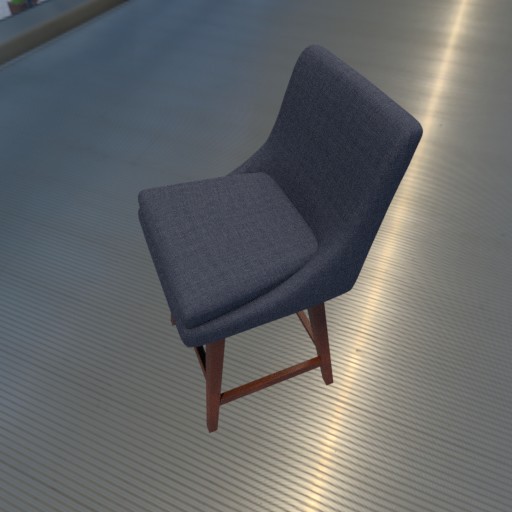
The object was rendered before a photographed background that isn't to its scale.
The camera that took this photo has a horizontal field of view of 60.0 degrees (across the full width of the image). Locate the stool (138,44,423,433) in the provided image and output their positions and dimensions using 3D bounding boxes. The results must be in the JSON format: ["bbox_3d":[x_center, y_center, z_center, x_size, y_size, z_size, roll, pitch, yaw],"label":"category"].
[{"bbox_3d":[0.000,0.000,1.185,0.524,0.895,0.467,-17,49,-15],"label":"stool"}]
